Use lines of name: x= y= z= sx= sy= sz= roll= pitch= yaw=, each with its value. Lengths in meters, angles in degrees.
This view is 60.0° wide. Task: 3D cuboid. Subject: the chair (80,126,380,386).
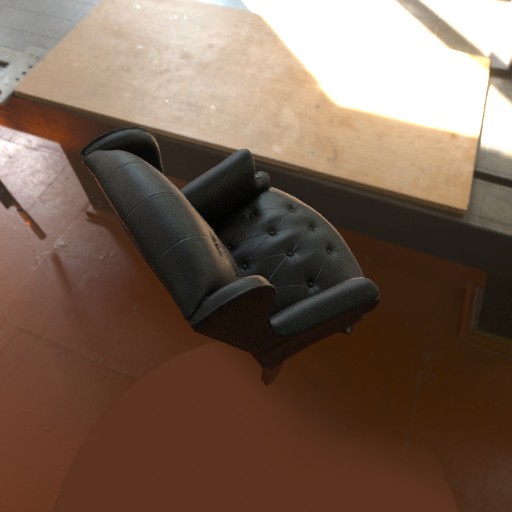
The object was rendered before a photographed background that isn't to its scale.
chair: x=0.000 y=0.000 z=1.693 sx=0.822 sy=1.133 sz=0.831 roll=-30 pitch=63 yaw=-17
